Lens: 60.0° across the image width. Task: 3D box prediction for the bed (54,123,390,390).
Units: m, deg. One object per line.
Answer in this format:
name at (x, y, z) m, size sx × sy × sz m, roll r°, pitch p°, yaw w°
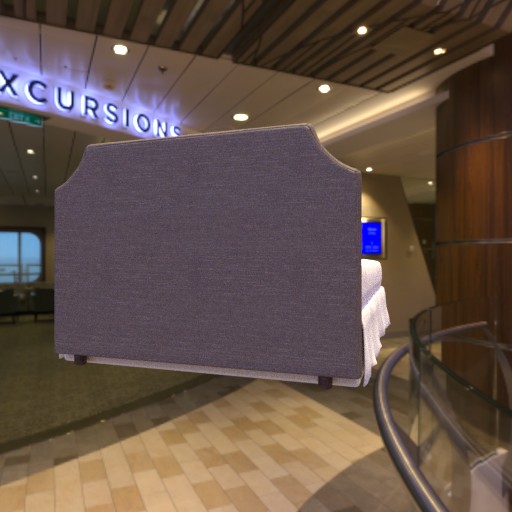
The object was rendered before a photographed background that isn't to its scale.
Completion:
bed at (0.000, 0.000, 4.200) m, size 2.350 × 1.590 × 2.773 m, roll 0°, pitch 0°, yaw 19°
